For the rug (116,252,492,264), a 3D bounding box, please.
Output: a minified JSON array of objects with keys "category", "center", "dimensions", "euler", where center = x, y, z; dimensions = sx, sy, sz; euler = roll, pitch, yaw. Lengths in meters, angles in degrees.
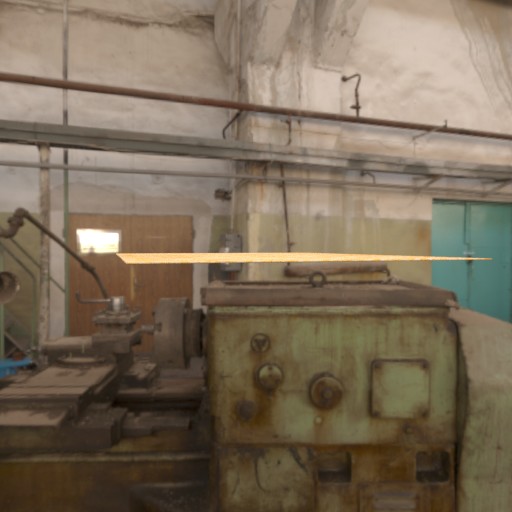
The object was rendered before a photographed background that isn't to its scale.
[{"category":"rug","center":[0.000,0.000,4.121],"dimensions":[2.433,0.011,3.037],"euler":[0,1,-18]}]
